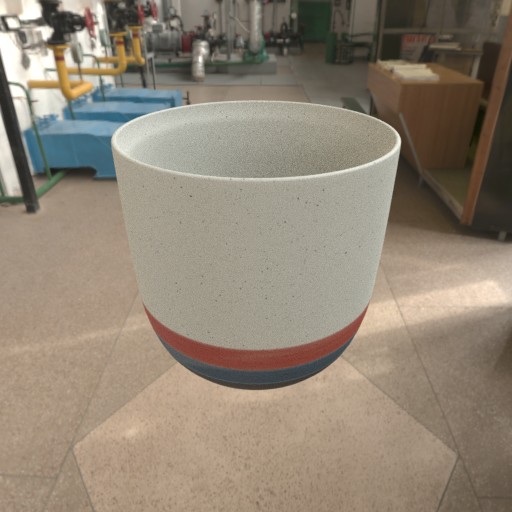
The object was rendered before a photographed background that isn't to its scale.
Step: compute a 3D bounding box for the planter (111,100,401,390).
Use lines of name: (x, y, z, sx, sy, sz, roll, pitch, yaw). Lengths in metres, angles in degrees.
planter: (0.000, 0.000, 0.377, 0.204, 0.214, 0.204, 0, 31, 0)
